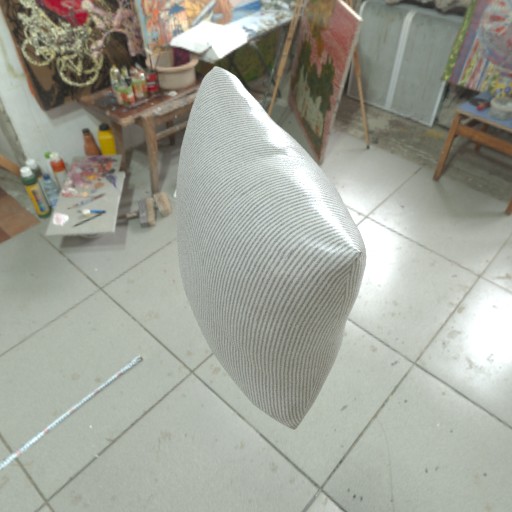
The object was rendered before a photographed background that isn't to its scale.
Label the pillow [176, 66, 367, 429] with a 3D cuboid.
[{"bbox_3d":[0.000,0.000,0.709,0.310,0.432,0.387,10,47,9],"label":"pillow"}]
